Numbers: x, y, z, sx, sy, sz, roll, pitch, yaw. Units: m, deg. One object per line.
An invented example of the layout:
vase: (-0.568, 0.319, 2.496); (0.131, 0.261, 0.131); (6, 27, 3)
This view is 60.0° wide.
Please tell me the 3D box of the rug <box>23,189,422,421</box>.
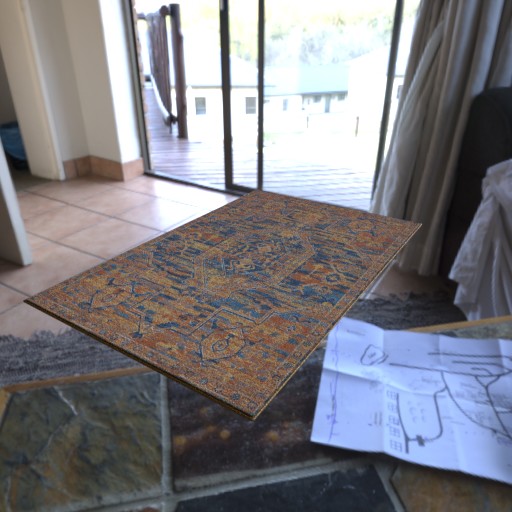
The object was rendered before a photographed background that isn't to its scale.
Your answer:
rug: (0.000, 0.000, 2.200); (1.148, 0.013, 1.758); (17, 31, 30)
